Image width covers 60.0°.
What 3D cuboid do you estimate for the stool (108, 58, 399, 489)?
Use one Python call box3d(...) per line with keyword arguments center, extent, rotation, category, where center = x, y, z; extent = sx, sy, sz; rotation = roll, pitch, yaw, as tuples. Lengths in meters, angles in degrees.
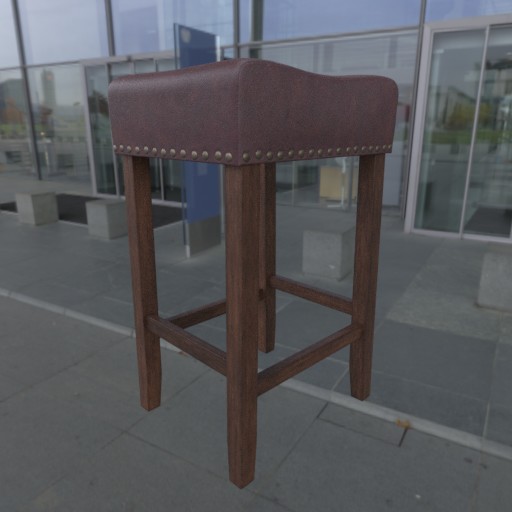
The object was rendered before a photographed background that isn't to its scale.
box3d(center=(0.000, 0.000, 1.014), extent=(0.465, 0.769, 0.401), rotation=(-15, 22, -42), category="stool")
